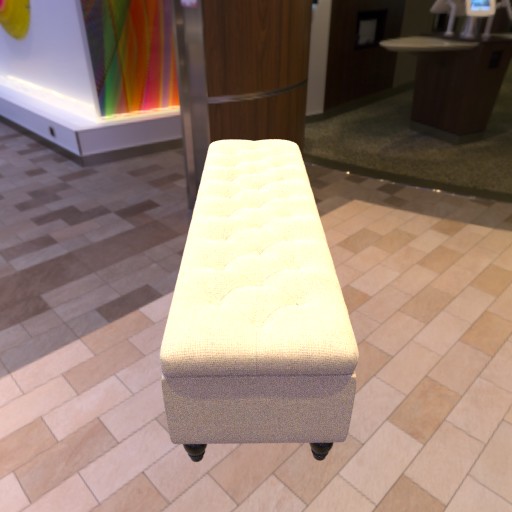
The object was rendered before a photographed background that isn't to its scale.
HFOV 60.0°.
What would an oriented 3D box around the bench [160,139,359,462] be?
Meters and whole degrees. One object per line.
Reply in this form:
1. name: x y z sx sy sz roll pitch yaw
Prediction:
1. bench: 0.000 0.000 1.690 0.455 0.467 1.480 0 32 -1
